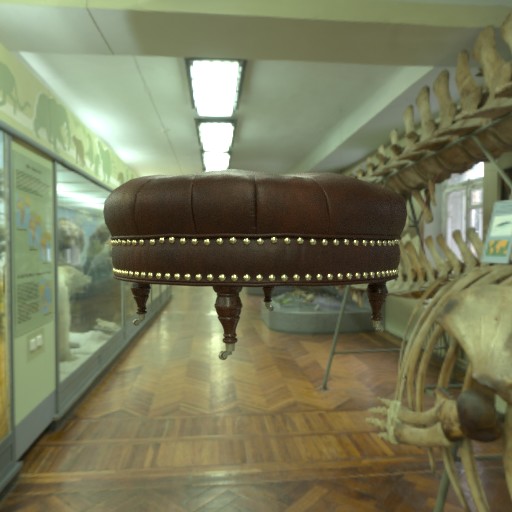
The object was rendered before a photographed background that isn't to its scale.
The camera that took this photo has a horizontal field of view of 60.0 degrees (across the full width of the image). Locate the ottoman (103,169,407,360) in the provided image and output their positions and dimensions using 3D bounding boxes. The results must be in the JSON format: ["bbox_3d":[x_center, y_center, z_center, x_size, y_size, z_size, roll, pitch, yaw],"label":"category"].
[{"bbox_3d":[0.000,0.000,1.380,0.901,0.455,0.901,0,1,0],"label":"ottoman"}]
